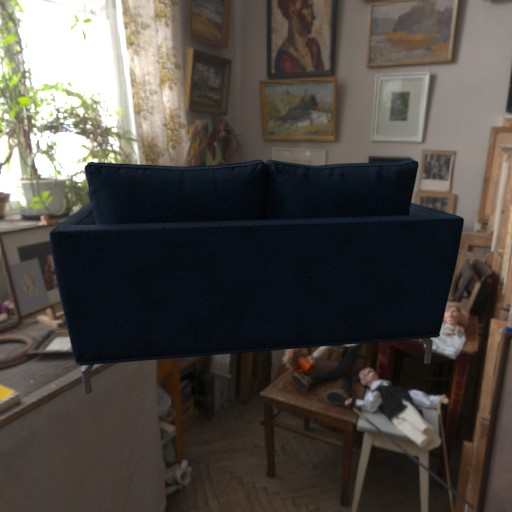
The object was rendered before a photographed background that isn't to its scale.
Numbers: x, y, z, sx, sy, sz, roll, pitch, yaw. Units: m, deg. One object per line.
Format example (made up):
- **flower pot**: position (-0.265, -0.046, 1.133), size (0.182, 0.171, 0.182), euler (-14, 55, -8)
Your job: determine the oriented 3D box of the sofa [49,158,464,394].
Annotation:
- **sofa**: position (0.000, 0.000, 2.304), size (1.770, 1.002, 0.853), euler (-2, 15, -9)
